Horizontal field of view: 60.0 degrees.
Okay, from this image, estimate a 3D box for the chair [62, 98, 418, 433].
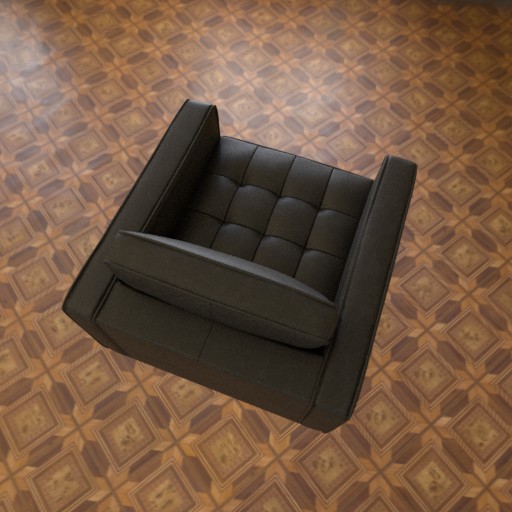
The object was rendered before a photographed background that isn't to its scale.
[{"bbox_3d":[0.000,0.000,1.571,0.889,0.763,0.914,19,65,9],"label":"chair"}]
